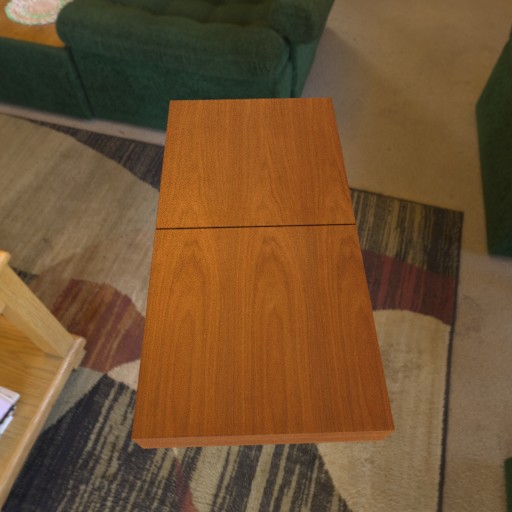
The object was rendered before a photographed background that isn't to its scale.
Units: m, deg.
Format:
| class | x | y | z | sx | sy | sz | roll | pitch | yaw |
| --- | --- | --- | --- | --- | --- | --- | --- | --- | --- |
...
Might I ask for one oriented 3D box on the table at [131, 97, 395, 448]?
| class | x | y | z | sx | sy | sz | roll | pitch | yaw |
| --- | --- | --- | --- | --- | --- | --- | --- | --- | --- |
| table | 0.000 | 0.000 | 1.485 | 0.610 | 0.330 | 1.194 | -1 | 57 | -1 |
